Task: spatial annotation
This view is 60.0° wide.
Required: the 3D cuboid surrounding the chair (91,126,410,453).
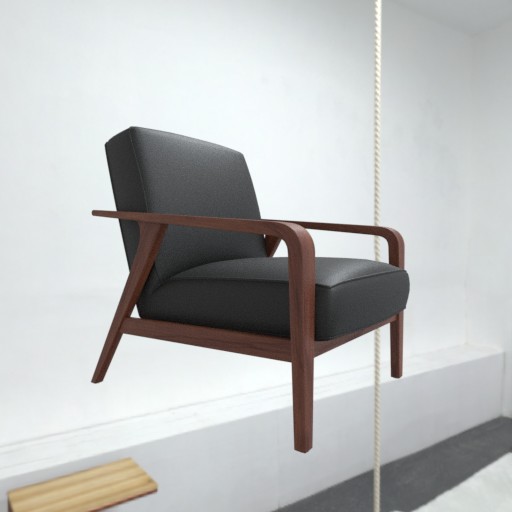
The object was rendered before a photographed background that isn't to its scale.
[{"bbox_3d":[0.000,0.000,1.497,0.889,0.861,0.719,2,3,36],"label":"chair"}]
